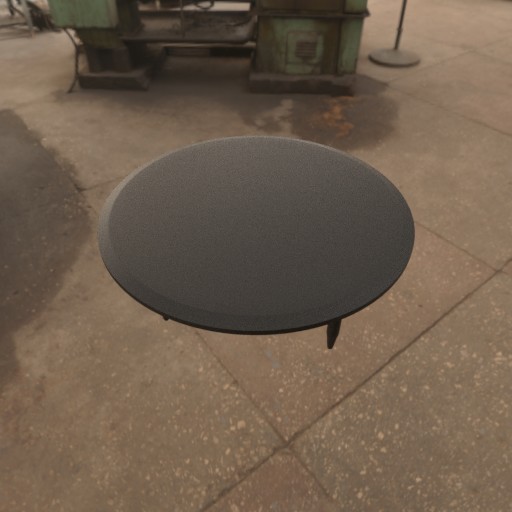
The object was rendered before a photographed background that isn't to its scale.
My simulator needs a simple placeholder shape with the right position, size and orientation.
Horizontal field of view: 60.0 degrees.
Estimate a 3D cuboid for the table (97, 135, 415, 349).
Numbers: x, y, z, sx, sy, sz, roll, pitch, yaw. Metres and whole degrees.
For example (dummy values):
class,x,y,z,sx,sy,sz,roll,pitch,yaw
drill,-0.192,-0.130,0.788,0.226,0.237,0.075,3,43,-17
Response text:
class,x,y,z,sx,sy,sz,roll,pitch,yaw
table,0.000,0.000,1.425,0.900,0.400,0.900,0,42,0
